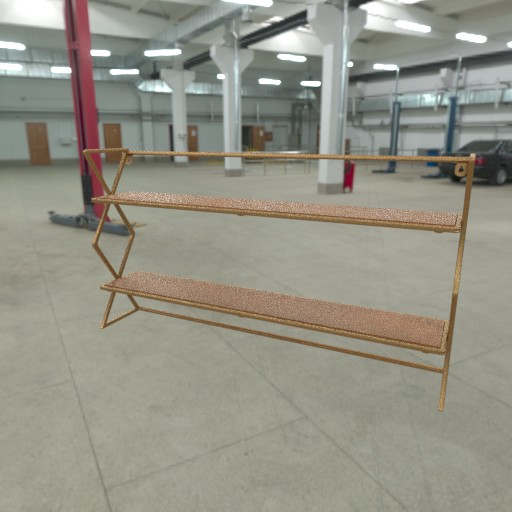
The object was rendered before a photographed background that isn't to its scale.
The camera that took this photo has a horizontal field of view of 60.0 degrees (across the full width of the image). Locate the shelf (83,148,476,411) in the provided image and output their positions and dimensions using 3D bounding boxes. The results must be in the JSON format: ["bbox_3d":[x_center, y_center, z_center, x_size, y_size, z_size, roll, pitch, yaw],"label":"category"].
[{"bbox_3d":[0.000,0.000,0.978,0.822,0.450,0.150,7,17,25],"label":"shelf"}]
